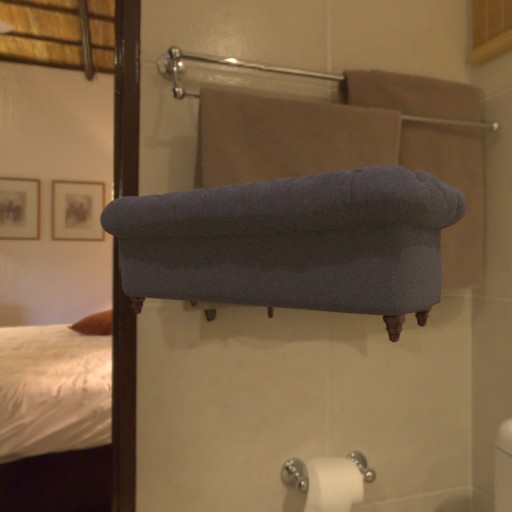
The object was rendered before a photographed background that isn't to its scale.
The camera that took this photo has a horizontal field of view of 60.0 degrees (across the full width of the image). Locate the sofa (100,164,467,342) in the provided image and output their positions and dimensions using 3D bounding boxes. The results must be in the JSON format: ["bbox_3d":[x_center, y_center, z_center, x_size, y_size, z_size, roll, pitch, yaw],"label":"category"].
[{"bbox_3d":[0.000,0.000,2.831,2.335,0.836,1.046,0,0,35],"label":"sofa"}]
